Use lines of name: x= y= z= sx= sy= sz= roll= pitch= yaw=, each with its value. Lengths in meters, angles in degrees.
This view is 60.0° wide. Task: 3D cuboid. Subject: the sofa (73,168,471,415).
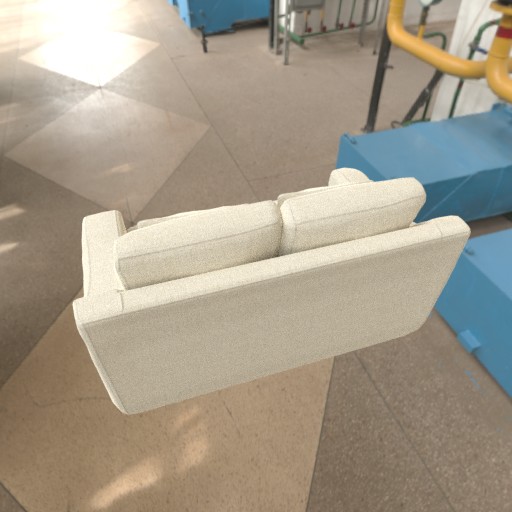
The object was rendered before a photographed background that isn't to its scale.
sofa: x=0.000 y=0.000 z=2.361 sx=1.744 sy=1.047 sz=1.040 roll=-13 pitch=43 yaw=-14
